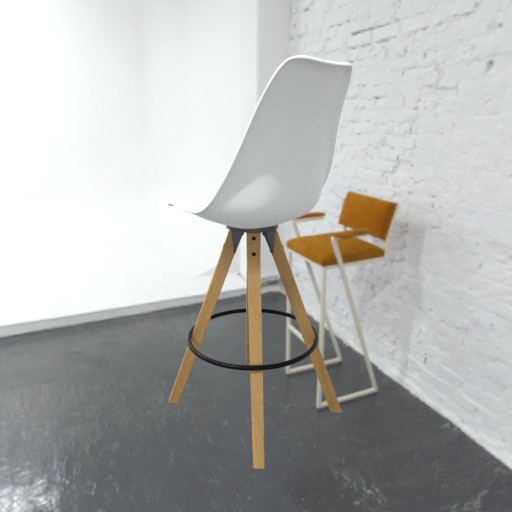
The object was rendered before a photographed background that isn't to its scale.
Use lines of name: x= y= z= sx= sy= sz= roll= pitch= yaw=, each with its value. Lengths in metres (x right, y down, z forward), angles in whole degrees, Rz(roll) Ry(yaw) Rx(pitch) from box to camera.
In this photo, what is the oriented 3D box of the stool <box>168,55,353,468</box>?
stool: x=0.000 y=0.000 z=1.422 sx=0.482 sy=1.115 sz=0.549 roll=-15 pitch=22 yaw=-42
